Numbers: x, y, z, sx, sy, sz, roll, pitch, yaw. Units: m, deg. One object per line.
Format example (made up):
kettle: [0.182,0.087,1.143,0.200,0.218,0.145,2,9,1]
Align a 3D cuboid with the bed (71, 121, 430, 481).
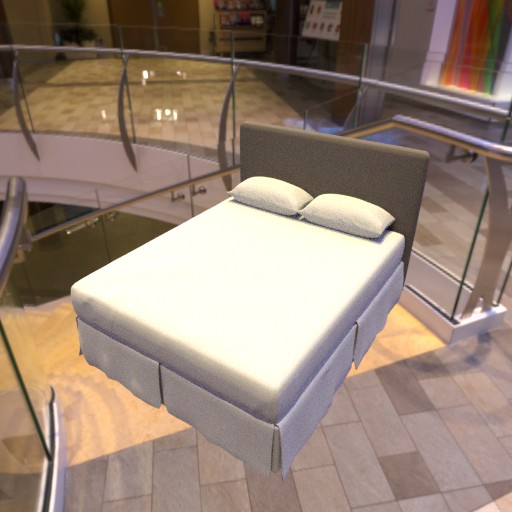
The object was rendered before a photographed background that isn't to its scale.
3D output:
bed: [0.000,0.000,3.238,1.748,1.330,2.142,19,35,29]
